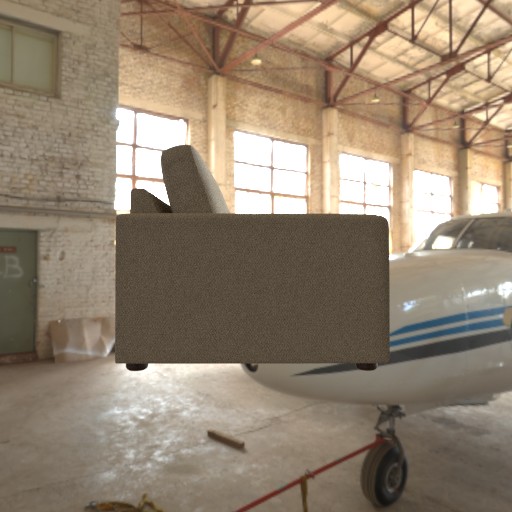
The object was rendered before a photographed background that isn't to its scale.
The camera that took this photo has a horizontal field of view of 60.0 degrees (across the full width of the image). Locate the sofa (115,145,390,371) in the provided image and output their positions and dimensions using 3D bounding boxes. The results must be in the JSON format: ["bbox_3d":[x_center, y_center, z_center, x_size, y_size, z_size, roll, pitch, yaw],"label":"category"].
[{"bbox_3d":[0.000,0.000,2.652,1.016,0.873,2.179,0,-1,0],"label":"sofa"}]
